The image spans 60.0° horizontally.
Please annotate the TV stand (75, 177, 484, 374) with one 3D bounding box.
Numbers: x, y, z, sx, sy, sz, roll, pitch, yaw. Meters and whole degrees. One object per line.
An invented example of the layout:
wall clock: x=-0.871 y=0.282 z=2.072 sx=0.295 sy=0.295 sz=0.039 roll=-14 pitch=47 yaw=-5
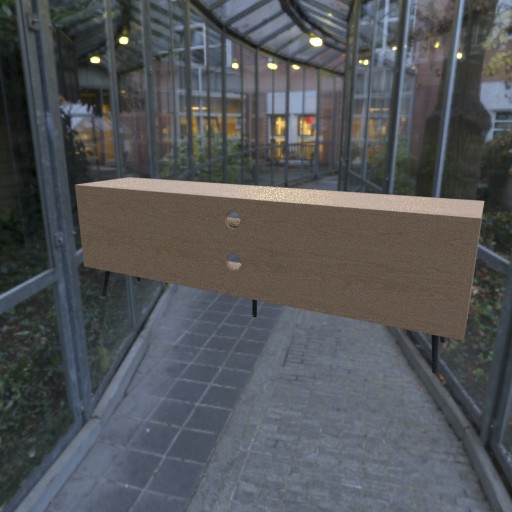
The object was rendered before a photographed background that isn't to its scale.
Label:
TV stand: x=0.000 y=0.000 z=1.995 sx=1.760 sy=0.580 sz=0.400 roll=8 pitch=18 yaw=26
